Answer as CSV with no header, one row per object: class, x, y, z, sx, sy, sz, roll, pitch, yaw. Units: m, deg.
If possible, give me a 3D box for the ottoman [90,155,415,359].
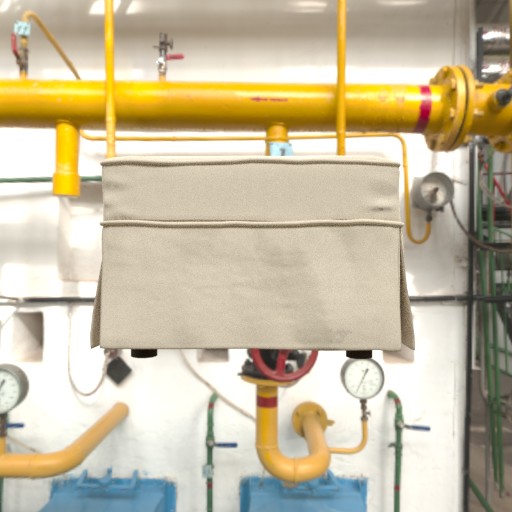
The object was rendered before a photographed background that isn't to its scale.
ottoman,0.000,0.000,1.373,0.703,0.479,0.944,0,-1,1
